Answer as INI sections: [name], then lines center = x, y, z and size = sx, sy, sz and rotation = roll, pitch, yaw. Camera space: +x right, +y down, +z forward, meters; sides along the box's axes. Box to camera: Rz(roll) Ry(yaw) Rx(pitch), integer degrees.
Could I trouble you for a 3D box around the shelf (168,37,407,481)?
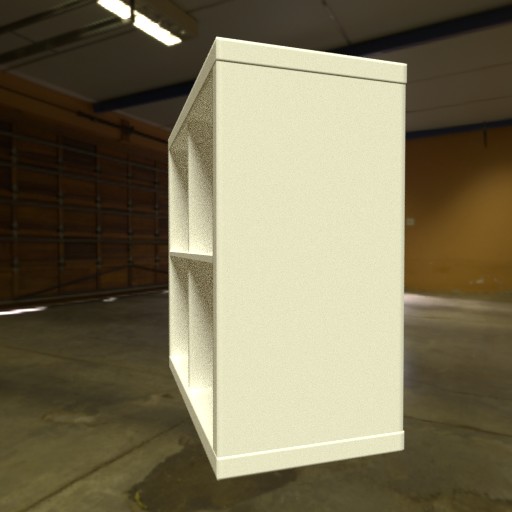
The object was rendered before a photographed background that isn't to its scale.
[shelf]
center = 0.000, 0.000, 1.219
size = 0.390, 0.786, 0.790
rotation = 0, 1, -17
